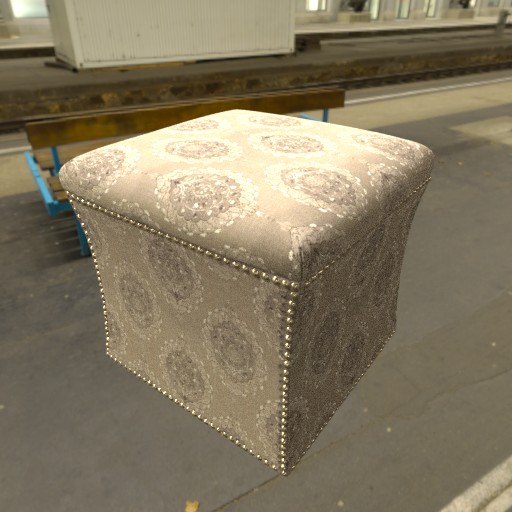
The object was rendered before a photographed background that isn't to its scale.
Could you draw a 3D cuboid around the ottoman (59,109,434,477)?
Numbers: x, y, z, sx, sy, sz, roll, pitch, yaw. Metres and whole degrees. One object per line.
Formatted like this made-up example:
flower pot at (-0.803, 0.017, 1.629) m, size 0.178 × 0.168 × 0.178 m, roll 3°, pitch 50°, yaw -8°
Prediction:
ottoman at (0.000, 0.000, 0.889) m, size 0.507 × 0.473 × 0.497 m, roll 21°, pitch 37°, yaw 31°
